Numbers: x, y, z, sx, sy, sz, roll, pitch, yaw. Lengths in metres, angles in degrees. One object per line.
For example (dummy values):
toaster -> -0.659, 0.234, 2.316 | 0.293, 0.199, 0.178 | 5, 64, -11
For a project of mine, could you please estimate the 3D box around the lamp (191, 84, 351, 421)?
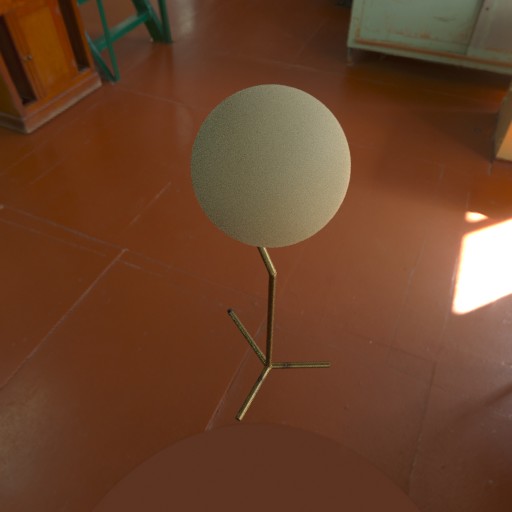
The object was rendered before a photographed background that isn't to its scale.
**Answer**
lamp -> 0.000, 0.000, 0.677 | 0.210, 0.552, 0.251 | -24, 52, -21
